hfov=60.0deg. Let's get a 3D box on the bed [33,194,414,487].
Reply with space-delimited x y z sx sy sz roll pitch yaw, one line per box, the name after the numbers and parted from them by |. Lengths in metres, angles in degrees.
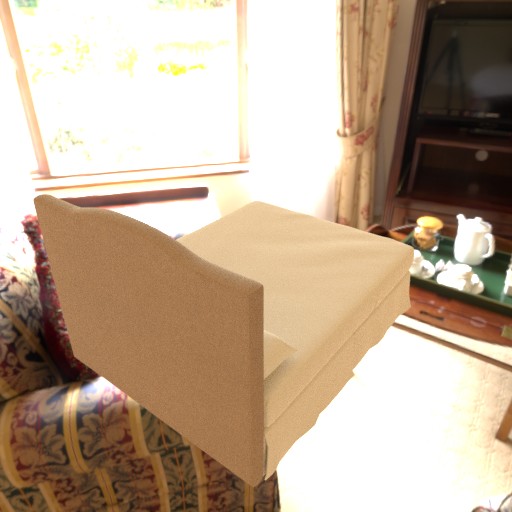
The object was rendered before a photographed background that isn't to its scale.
0.000 0.000 3.347 1.821 1.436 2.282 21 36 32 | bed
